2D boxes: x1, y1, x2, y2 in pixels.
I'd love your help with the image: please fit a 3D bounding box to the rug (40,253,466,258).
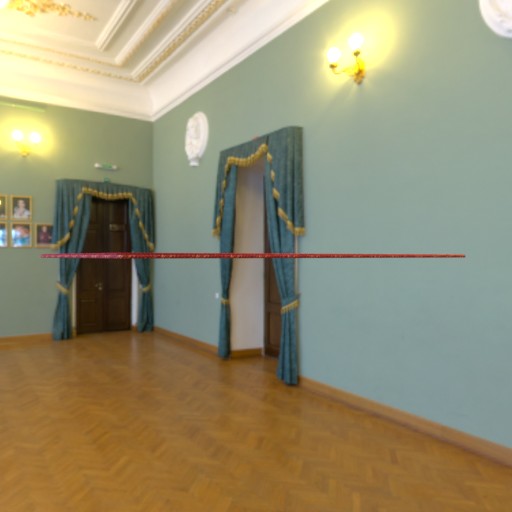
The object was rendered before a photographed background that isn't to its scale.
[{"bbox_3d":[0.000,0.000,2.286,1.835,0.018,1.230,0,0,-35],"label":"rug"}]
